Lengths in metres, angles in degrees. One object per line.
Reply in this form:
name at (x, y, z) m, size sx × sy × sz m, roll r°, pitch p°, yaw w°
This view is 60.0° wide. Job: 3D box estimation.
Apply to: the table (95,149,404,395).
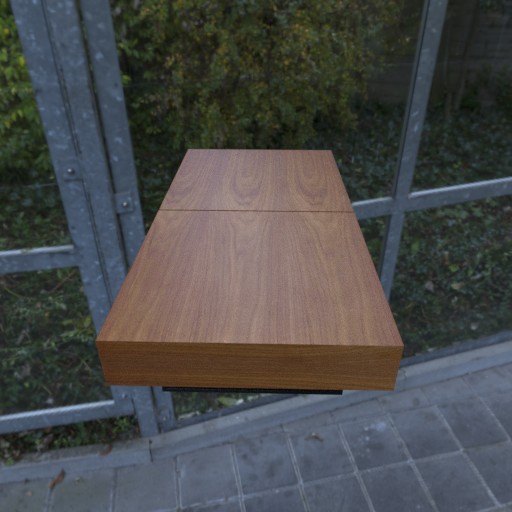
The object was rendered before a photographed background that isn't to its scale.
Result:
table at (0.000, 0.000, 1.469) m, size 0.610 × 0.330 × 1.194 m, roll 1°, pitch 32°, yaw 1°
